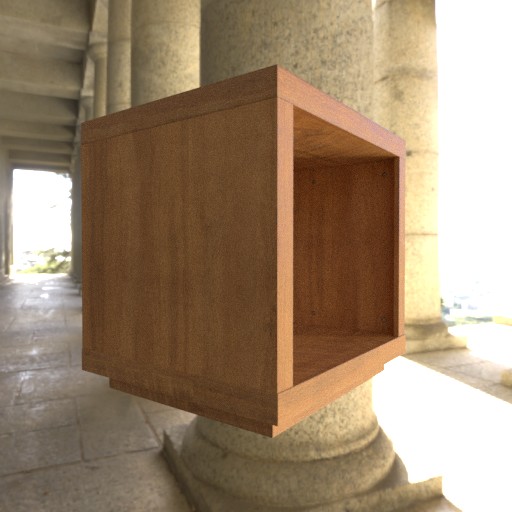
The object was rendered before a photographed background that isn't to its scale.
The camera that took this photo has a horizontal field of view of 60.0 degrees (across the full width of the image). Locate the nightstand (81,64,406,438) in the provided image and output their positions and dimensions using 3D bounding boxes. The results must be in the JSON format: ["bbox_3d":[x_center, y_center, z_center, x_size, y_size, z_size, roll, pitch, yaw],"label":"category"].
[{"bbox_3d":[0.000,0.000,0.881,0.436,0.491,0.493,1,1,37],"label":"nightstand"}]
